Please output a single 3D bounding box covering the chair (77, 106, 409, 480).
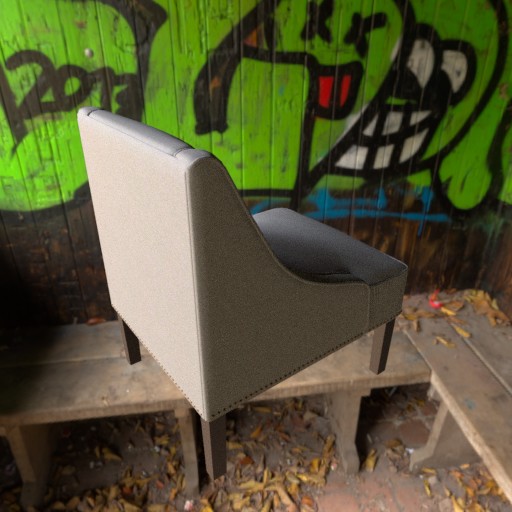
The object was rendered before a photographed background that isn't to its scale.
[{"bbox_3d":[0.000,0.000,1.353,0.747,0.867,0.631,-19,34,-32],"label":"chair"}]
